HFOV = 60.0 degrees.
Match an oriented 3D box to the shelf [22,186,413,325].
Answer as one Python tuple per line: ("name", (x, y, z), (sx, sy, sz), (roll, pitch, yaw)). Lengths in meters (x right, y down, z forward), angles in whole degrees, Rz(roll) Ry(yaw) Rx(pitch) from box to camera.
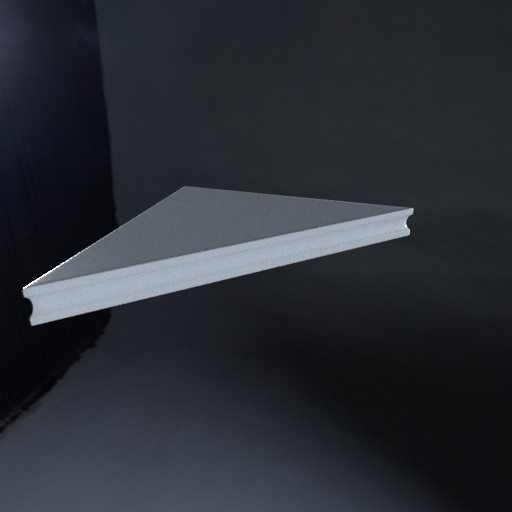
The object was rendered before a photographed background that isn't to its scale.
("shelf", (0.000, 0.000, 0.442), (0.296, 0.035, 0.296), (8, 26, 16))
